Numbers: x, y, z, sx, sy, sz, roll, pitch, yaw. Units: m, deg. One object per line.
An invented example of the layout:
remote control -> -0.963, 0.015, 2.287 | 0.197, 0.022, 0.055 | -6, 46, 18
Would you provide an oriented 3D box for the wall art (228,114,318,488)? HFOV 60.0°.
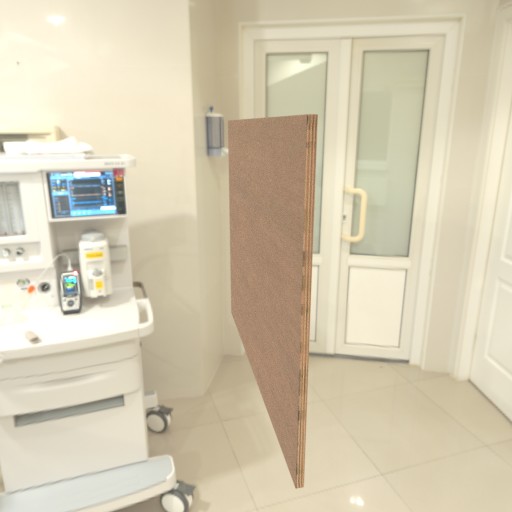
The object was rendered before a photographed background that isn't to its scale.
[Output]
wall art -> 0.000, 0.000, 0.689 | 0.010, 0.408, 0.508 | -3, 17, -11
